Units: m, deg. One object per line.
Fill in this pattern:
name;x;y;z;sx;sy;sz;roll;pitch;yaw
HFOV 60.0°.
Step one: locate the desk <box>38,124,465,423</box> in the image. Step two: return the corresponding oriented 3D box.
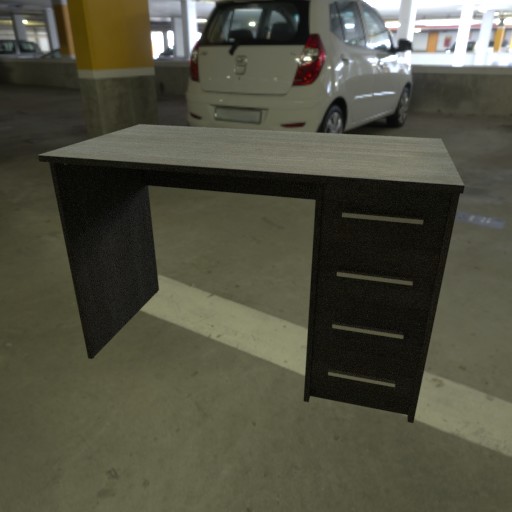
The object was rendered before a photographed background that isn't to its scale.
desk;0.000;0.000;1.488;1.096;0.730;0.560;7;26;14
